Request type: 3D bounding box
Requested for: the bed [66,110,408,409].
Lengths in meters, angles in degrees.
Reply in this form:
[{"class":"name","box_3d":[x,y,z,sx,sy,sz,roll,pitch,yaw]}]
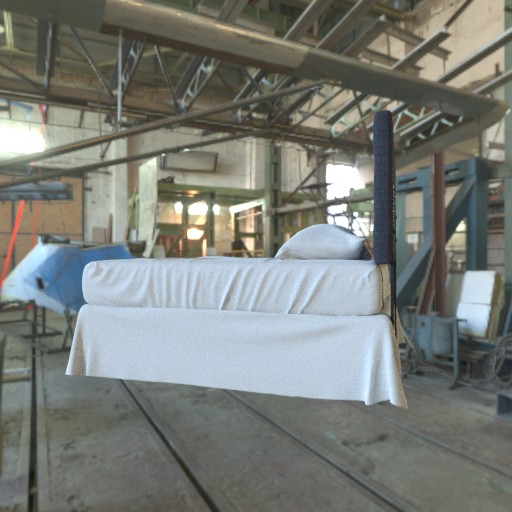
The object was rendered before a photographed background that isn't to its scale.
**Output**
[{"class":"bed","box_3d":[0.000,0.000,3.453,2.222,1.577,1.936,0,0,18]}]
